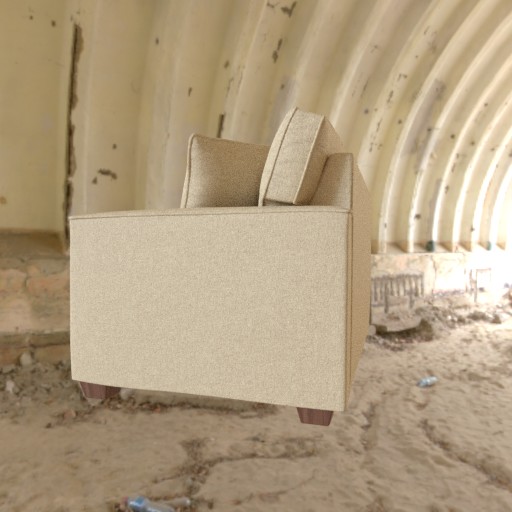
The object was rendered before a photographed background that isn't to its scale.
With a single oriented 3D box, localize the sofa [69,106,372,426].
[{"bbox_3d":[0.000,0.000,2.062,0.991,0.989,1.388,0,1,17],"label":"sofa"}]
